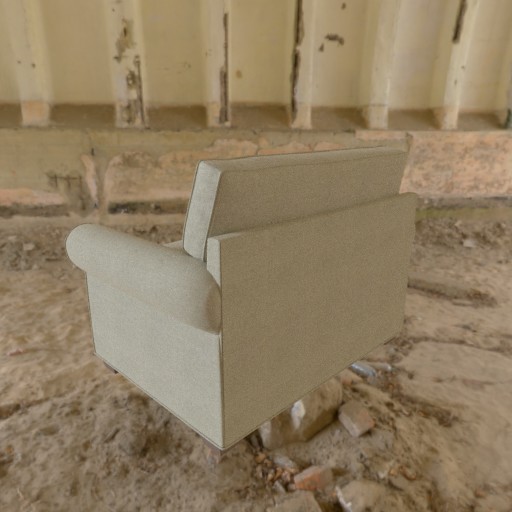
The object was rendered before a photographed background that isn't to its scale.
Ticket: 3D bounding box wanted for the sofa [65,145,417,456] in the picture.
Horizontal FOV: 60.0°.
[{"bbox_3d":[0.000,0.000,2.071,0.936,0.991,1.405,16,23,42],"label":"sofa"}]
